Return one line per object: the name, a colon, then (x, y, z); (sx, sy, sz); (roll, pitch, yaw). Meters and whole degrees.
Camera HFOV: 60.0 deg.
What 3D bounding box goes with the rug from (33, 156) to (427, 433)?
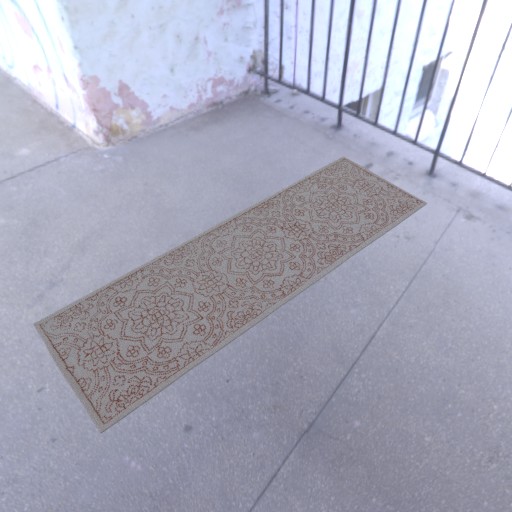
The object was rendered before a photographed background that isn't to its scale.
rug: (0.000, 0.000, 2.686); (2.448, 0.012, 0.769); (-31, 53, -27)
